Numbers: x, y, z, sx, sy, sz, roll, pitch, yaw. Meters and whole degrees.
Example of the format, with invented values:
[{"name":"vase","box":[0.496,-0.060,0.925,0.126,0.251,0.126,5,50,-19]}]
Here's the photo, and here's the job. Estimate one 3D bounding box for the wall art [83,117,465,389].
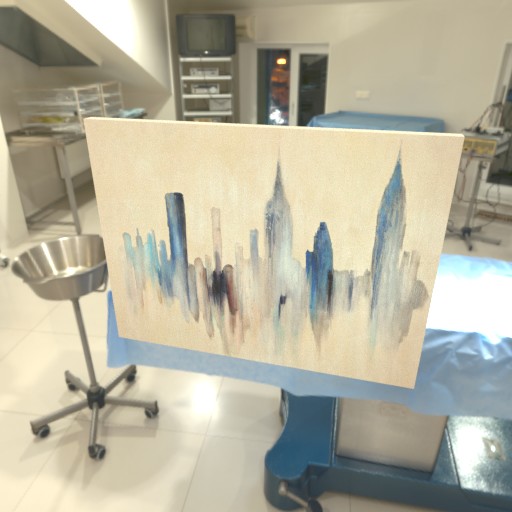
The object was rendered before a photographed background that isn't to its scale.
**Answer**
[{"name":"wall art","box":[0.000,0.000,1.333,1.016,0.762,0.038,7,27,14]}]
